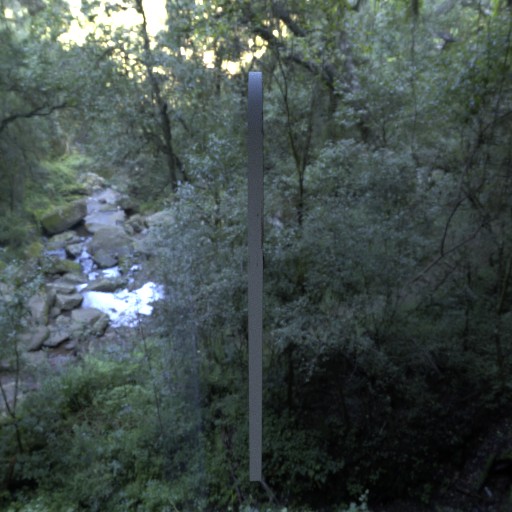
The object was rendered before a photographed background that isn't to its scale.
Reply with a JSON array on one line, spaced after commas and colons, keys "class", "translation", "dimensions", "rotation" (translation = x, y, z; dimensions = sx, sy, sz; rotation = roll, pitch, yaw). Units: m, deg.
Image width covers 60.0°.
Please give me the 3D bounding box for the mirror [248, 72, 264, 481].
[{"class": "mirror", "translation": [0.000, 0.000, 1.198], "dimensions": [0.032, 0.920, 0.660], "rotation": [0, 26, 0]}]
